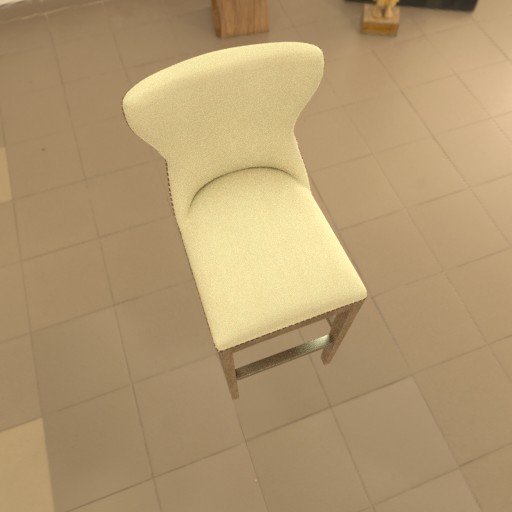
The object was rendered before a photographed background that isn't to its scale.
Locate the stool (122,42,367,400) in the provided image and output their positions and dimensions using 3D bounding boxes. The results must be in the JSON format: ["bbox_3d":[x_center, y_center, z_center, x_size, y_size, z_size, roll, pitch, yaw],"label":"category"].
[{"bbox_3d":[0.000,0.000,1.417,0.494,1.123,0.606,-18,65,-9],"label":"stool"}]
